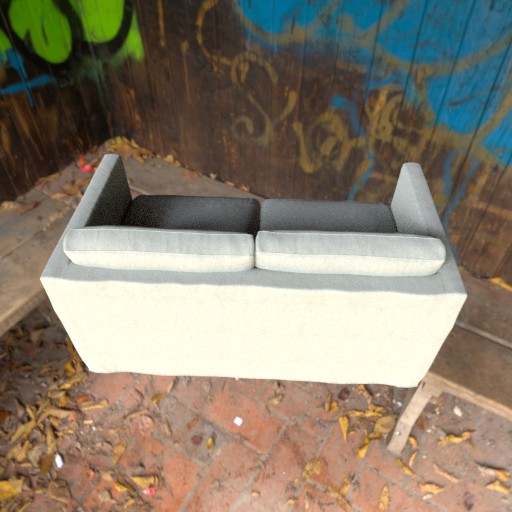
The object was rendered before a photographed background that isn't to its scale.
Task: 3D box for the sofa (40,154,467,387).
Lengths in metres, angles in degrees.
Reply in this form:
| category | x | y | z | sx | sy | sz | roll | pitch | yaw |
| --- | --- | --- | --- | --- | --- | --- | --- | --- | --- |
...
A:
| category | x | y | z | sx | sy | sz | roll | pitch | yaw |
| --- | --- | --- | --- | --- | --- | --- | --- | --- | --- |
| sofa | 0.000 | 0.000 | 2.263 | 1.727 | 0.830 | 0.944 | 2 | 45 | 2 |
